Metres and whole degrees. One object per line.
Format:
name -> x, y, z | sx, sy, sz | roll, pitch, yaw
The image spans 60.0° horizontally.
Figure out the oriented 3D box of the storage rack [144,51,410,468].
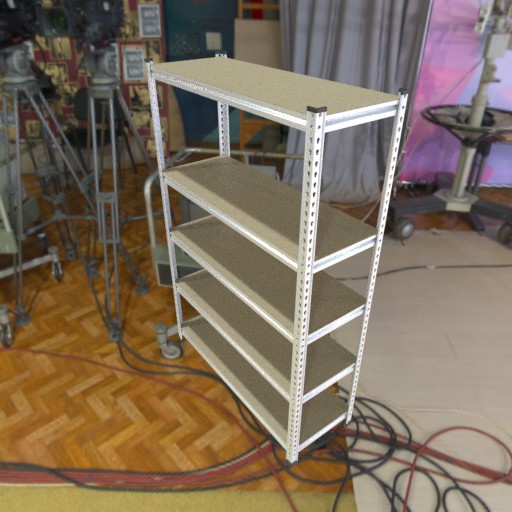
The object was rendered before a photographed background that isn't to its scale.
storage rack -> 0.000, 0.000, 2.348 | 0.457, 1.829, 1.219 | -22, 38, -31
